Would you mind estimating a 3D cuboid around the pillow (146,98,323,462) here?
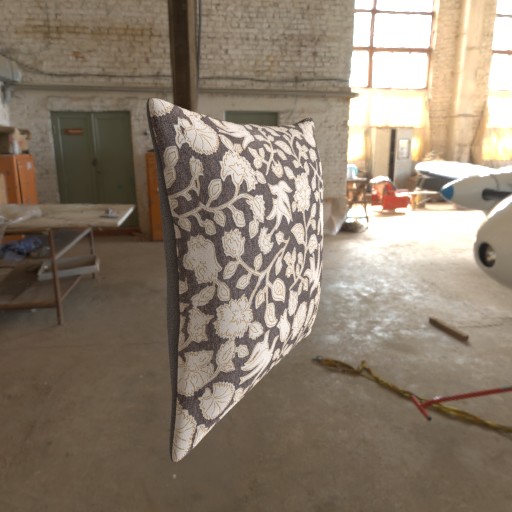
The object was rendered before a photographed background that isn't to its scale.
[{"bbox_3d":[0.000,0.000,0.808,0.166,0.507,0.526,8,16,28],"label":"pillow"}]
